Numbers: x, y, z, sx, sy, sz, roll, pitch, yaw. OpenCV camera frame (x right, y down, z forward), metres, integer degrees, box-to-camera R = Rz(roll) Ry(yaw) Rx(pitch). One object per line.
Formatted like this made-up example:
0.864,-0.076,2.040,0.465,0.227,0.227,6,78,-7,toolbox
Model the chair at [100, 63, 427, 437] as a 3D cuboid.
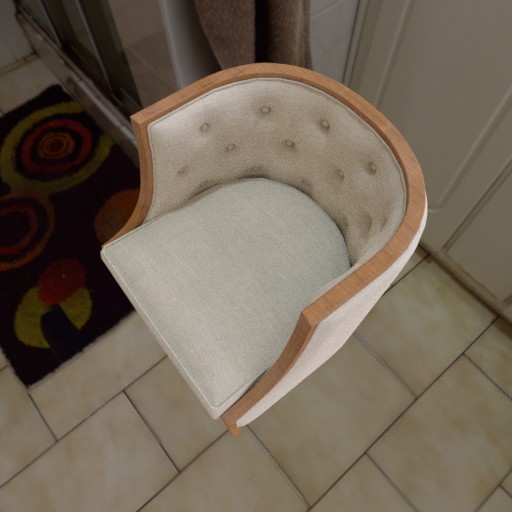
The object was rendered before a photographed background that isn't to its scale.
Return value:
0.000,0.000,1.350,0.757,0.775,0.711,-35,68,-16,chair
